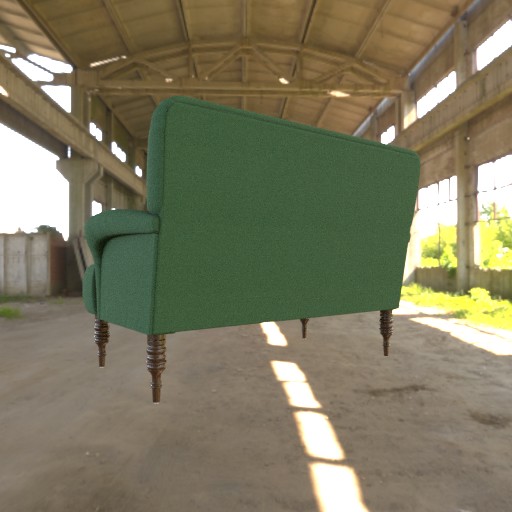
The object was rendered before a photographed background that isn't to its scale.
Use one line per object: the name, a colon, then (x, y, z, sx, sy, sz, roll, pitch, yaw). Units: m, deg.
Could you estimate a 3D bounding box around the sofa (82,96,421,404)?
sofa: (0.000, 0.000, 1.841, 1.297, 0.889, 0.779, 0, 0, -36)
